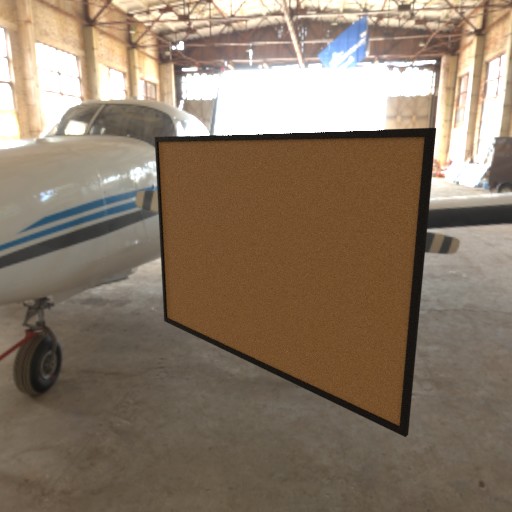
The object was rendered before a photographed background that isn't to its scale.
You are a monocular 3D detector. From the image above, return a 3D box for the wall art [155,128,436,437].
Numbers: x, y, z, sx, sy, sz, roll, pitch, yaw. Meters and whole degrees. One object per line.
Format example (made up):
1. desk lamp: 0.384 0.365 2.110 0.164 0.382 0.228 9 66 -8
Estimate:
1. wall art: 0.000 0.000 1.249 0.013 0.665 0.963 -13 19 -43
